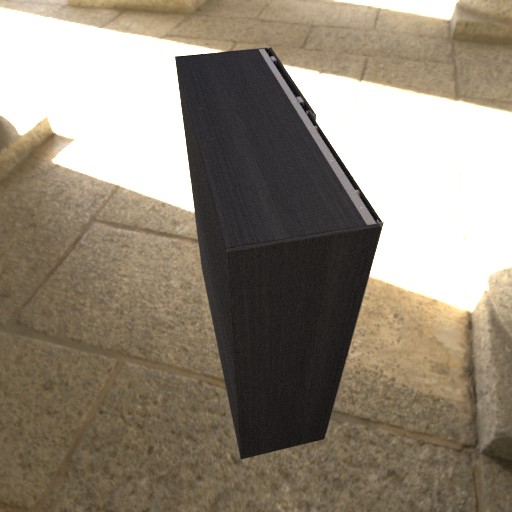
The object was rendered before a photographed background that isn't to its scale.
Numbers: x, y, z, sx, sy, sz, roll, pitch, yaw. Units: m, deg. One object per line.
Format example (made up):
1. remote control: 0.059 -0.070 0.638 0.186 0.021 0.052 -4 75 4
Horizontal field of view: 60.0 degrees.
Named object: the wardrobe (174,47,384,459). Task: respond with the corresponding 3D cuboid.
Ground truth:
1. wardrobe: 0.000 0.000 2.909 0.629 1.960 1.780 -10 46 -9
